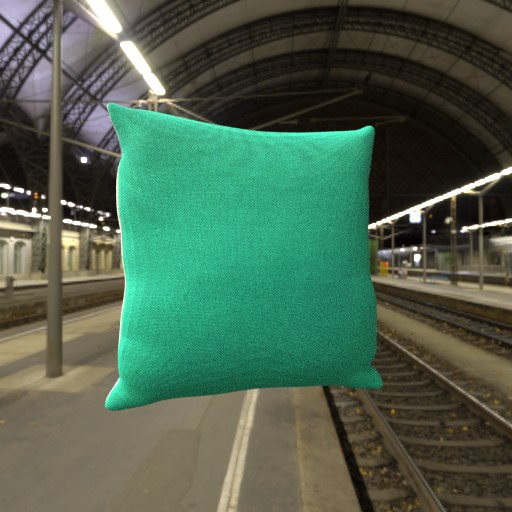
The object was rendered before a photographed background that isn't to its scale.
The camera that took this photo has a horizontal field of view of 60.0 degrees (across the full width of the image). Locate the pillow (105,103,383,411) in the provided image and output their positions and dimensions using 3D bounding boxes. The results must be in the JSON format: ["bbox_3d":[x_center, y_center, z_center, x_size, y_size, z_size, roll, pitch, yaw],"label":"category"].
[{"bbox_3d":[0.000,0.000,0.685,0.440,0.441,0.182,0,-1,-18],"label":"pillow"}]
